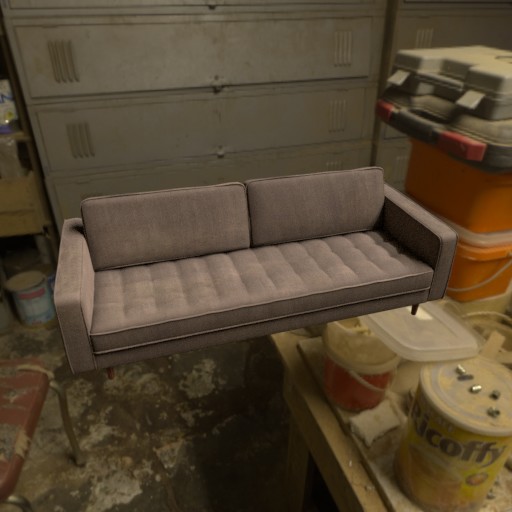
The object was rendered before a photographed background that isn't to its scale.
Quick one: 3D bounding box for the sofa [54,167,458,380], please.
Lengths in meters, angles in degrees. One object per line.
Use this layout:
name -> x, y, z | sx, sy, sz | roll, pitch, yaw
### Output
sofa -> 0.000, 0.000, 2.773 | 2.295, 0.813, 0.923 | -9, 32, -15
